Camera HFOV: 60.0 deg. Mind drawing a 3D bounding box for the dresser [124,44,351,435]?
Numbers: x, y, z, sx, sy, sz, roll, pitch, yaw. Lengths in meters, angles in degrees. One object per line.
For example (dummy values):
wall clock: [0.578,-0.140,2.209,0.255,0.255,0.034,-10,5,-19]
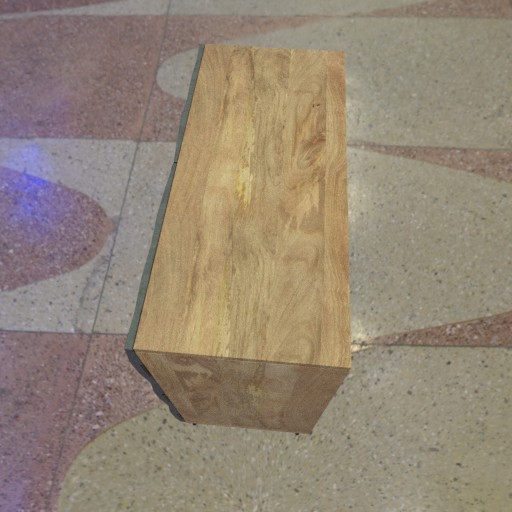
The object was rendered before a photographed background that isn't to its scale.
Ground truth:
dresser: [0.000,0.000,1.451,0.446,0.847,0.967,4,60,3]
